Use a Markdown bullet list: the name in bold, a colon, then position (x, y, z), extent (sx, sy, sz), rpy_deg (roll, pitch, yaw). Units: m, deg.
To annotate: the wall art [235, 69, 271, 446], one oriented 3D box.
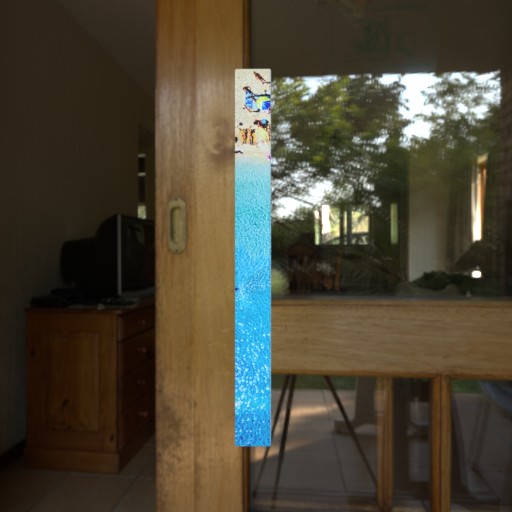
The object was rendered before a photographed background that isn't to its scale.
- **wall art**: position (0.000, 0.000, 1.144), extent (0.057, 0.595, 0.894), rpy_deg (0, 0, 1)
